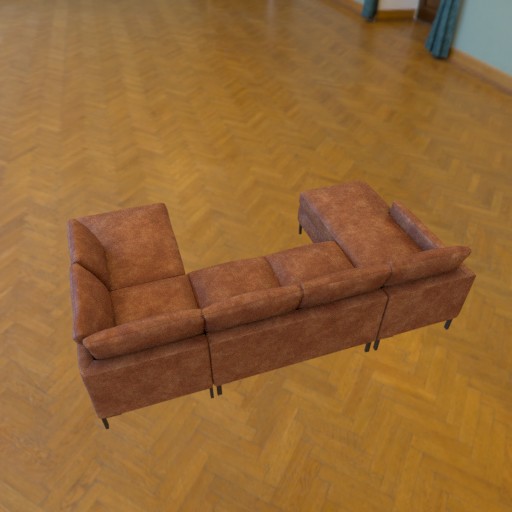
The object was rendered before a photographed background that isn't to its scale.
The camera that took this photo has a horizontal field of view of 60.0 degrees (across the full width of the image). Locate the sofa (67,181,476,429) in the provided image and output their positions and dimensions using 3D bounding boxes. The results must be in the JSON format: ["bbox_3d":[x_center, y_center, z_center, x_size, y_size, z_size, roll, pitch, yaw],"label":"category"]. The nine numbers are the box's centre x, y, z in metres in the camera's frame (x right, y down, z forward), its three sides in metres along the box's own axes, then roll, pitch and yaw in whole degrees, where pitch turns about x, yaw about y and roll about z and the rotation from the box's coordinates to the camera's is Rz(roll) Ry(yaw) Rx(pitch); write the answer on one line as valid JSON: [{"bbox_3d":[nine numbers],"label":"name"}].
[{"bbox_3d":[0.000,0.000,3.864,2.956,0.900,1.939,-12,43,-14],"label":"sofa"}]
